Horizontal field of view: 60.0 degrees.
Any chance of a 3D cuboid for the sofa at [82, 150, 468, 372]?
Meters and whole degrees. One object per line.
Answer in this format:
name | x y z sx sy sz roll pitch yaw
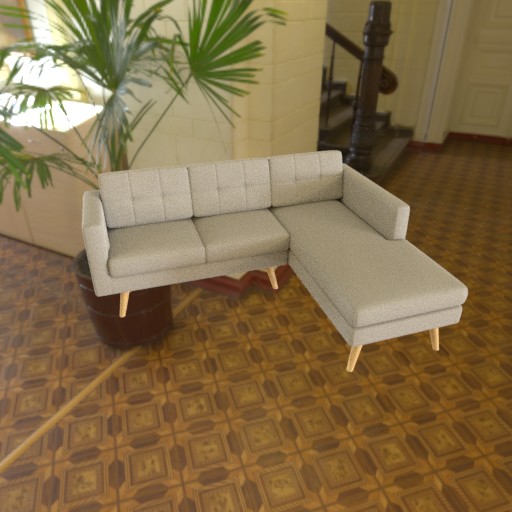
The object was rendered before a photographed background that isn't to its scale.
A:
sofa | 0.000 0.000 2.841 2.040 0.860 1.530 -9 31 -15
